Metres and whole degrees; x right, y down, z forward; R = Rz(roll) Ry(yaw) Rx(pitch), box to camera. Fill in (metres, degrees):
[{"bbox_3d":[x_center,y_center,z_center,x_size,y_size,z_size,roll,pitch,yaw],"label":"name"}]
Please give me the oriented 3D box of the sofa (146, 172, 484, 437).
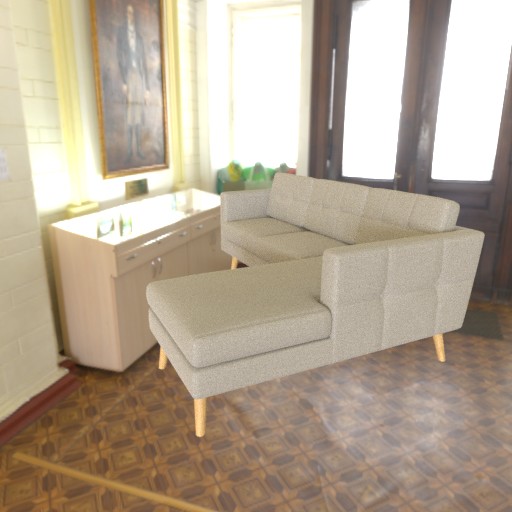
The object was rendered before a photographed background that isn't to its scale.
[{"bbox_3d":[0.000,0.000,2.783,1.530,0.860,2.040,-8,17,-25],"label":"sofa"}]
